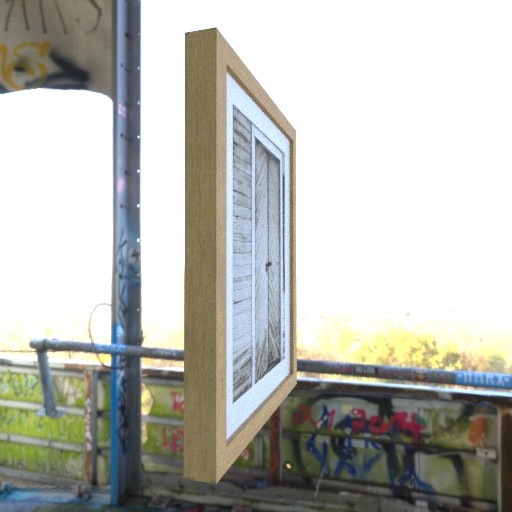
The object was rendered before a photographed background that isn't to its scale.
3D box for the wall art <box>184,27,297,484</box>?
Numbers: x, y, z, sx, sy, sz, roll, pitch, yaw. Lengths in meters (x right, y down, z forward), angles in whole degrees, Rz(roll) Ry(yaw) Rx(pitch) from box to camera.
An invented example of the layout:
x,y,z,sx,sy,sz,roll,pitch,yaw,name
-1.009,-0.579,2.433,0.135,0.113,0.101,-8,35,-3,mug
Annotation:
x,y,z,sx,sy,sz,roll,pitch,yaw,name
0.000,0.000,0.521,0.030,0.380,0.312,0,-1,18,wall art
